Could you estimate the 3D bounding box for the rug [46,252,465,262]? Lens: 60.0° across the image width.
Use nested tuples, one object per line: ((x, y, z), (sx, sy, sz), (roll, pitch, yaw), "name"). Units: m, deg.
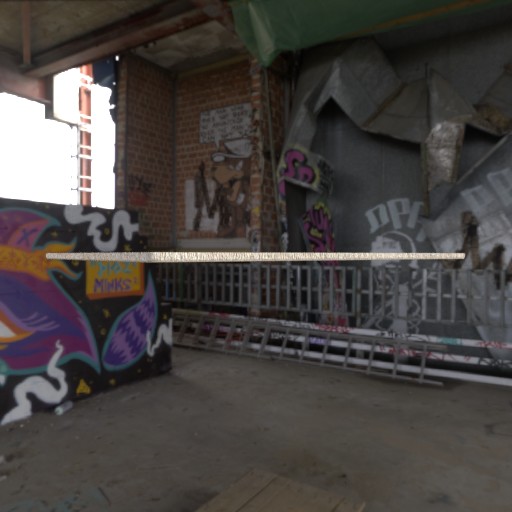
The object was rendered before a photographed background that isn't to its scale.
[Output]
((0.000, 0.000, 2.097), (1.600, 0.027, 1.200), (0, 0, -37), "rug")
